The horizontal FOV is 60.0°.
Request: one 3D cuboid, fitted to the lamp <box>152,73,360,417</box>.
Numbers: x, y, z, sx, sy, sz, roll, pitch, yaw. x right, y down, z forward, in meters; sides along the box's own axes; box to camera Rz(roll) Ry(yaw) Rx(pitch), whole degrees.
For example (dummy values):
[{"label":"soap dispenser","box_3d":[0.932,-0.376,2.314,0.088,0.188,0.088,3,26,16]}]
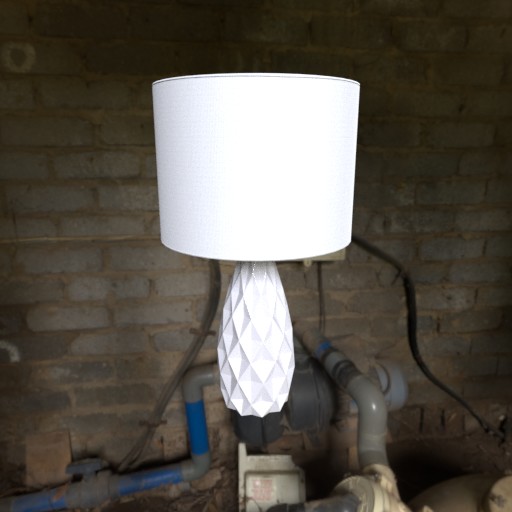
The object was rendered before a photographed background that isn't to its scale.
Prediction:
[{"label":"lamp","box_3d":[0.000,0.000,0.716,0.297,0.522,0.297,0,15,0]}]
